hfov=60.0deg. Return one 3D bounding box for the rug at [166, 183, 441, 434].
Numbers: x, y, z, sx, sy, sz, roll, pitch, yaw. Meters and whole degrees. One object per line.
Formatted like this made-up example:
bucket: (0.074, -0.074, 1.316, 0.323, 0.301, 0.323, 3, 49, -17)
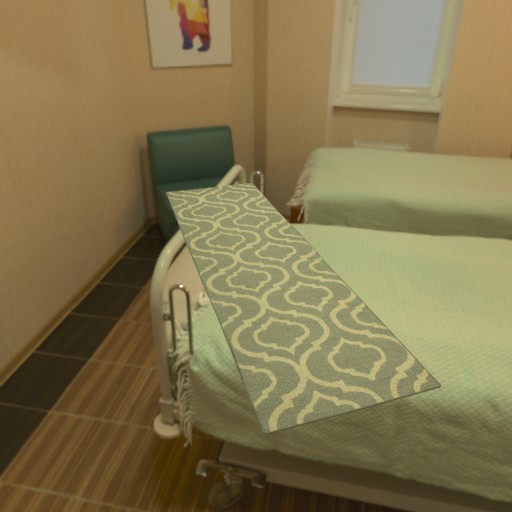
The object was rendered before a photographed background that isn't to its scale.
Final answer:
rug: (0.000, 0.000, 2.458, 0.684, 0.009, 2.275, -9, 30, -16)
